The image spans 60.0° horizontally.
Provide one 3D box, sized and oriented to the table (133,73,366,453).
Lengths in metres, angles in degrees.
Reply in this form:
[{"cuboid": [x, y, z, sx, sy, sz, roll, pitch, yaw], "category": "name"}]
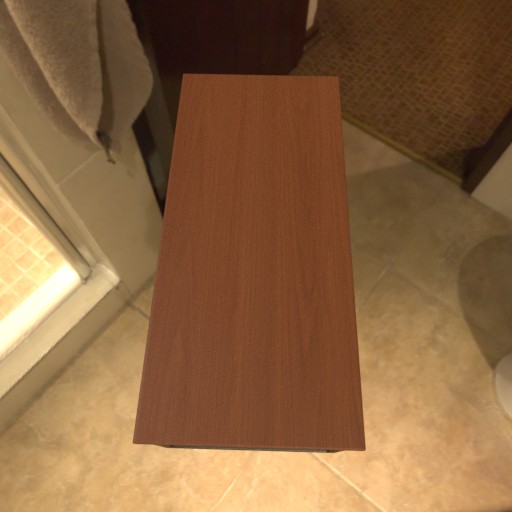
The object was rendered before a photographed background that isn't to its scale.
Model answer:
[{"cuboid": [0.000, 0.000, 1.365, 0.500, 0.400, 1.100, 1, 64, 1], "category": "table"}]
